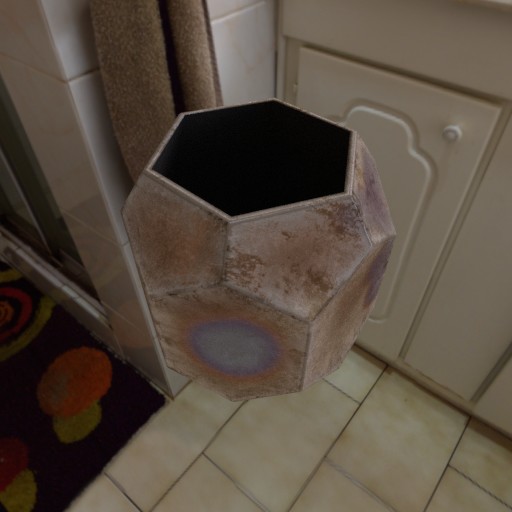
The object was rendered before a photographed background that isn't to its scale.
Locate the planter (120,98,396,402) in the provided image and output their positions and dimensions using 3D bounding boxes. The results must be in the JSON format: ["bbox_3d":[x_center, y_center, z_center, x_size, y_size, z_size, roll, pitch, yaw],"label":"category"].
[{"bbox_3d":[0.000,0.000,0.429,0.221,0.238,0.243,32,54,27],"label":"planter"}]
